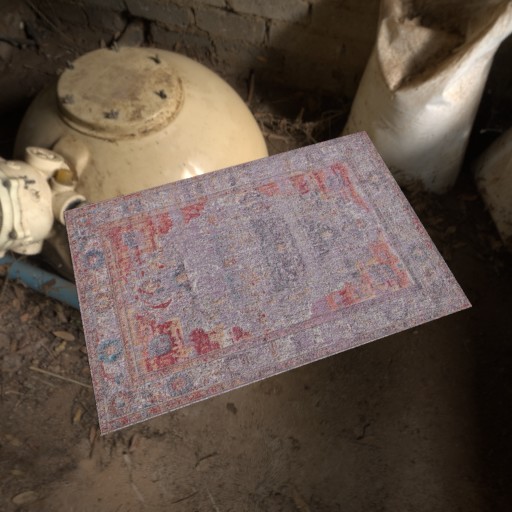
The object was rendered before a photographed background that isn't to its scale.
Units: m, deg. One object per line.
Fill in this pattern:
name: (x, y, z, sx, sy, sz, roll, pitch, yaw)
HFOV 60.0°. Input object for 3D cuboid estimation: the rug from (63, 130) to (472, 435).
rug: (0.000, 0.000, 2.313, 1.829, 0.005, 1.219, -17, 63, -9)
